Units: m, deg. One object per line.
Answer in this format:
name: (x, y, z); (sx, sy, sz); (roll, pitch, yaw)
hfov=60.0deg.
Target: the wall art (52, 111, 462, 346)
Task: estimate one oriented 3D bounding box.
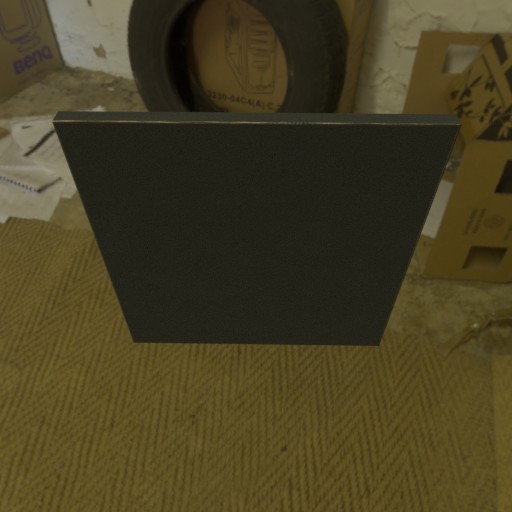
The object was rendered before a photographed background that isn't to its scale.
wall art: (0.000, 0.000, 0.443); (0.304, 0.303, 0.015); (1, 47, 1)
